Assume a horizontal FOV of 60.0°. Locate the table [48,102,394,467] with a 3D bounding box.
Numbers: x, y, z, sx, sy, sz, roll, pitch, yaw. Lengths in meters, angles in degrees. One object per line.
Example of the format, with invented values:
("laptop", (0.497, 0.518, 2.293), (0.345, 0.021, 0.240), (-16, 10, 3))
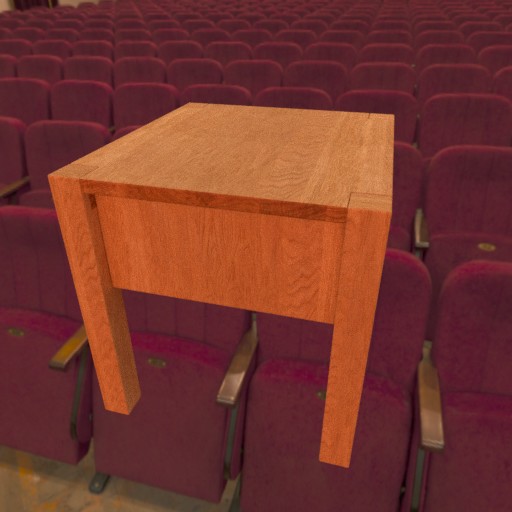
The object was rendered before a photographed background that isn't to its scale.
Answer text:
("table", (0.000, 0.000, 0.846), (0.440, 0.450, 0.480), (8, 31, 13))
